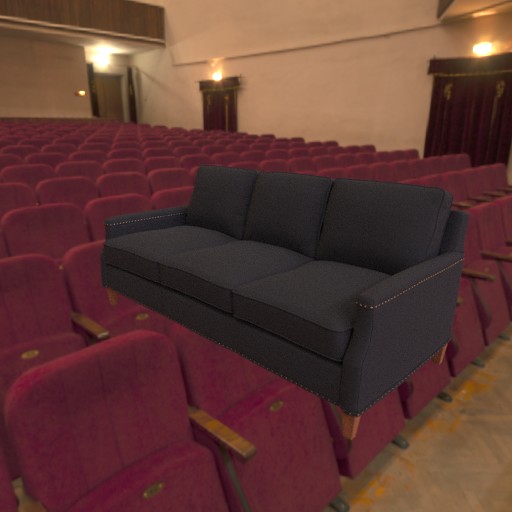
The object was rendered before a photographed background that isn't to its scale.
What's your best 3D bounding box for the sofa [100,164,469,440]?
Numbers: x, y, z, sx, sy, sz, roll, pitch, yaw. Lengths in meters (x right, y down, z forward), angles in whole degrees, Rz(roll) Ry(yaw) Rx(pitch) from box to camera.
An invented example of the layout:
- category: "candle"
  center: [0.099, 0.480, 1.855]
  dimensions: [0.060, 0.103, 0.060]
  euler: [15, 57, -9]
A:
- category: "sofa"
  center: [0.000, 0.000, 2.829]
  dimensions: [1.084, 1.003, 2.246]
  euler: [-16, 23, -43]
